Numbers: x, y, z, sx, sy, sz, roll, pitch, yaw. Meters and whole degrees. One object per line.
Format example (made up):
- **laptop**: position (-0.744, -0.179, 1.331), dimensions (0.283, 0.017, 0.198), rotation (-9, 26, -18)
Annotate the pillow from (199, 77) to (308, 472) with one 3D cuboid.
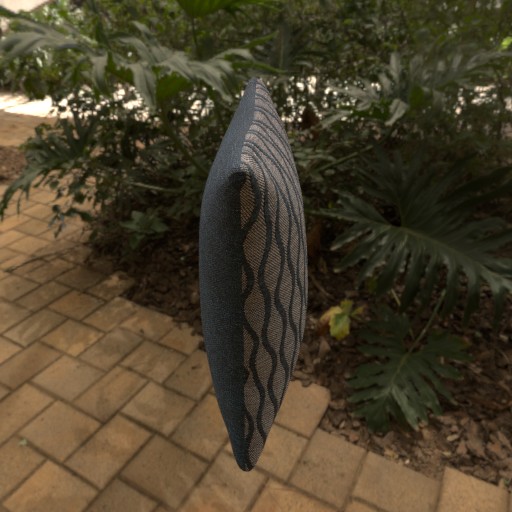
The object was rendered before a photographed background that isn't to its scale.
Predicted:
- **pillow**: position (0.000, 0.000, 0.660), dimensions (0.159, 0.435, 0.435), rotation (0, 31, 1)
